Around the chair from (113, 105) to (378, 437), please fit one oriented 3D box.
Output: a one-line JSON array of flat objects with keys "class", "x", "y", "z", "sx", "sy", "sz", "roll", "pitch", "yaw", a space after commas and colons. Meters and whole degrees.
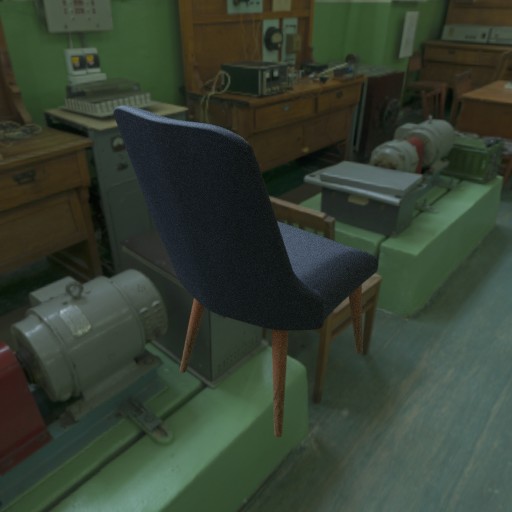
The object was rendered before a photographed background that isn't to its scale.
[{"class": "chair", "x": 0.000, "y": 0.000, "z": 1.166, "sx": 0.504, "sy": 0.820, "sz": 0.567, "roll": 22, "pitch": 37, "yaw": 33}]
